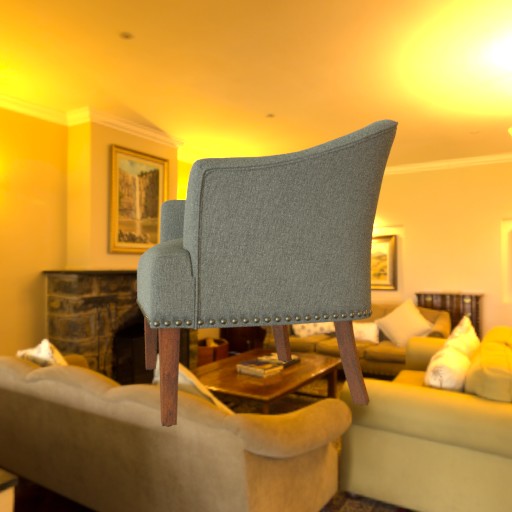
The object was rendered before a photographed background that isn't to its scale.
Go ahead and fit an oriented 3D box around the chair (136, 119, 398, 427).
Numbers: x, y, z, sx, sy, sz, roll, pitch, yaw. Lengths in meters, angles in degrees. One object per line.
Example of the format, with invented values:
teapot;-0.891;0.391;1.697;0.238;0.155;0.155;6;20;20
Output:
chair;0.000;0.000;1.405;0.704;0.815;0.798;0;-1;-17
